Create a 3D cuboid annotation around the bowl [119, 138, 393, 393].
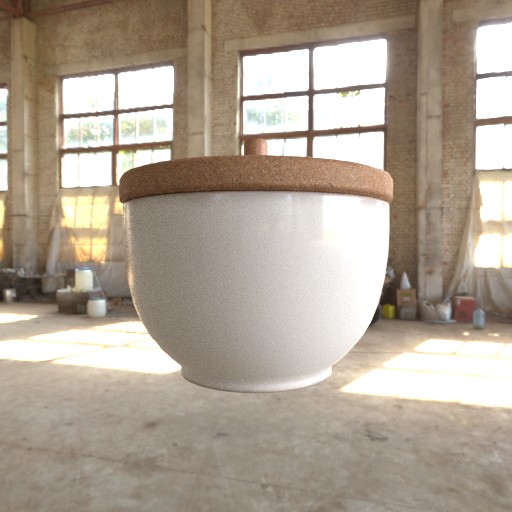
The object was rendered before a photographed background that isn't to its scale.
[{"bbox_3d":[0.000,0.000,0.214,0.126,0.110,0.126,0,1,0],"label":"bowl"}]
